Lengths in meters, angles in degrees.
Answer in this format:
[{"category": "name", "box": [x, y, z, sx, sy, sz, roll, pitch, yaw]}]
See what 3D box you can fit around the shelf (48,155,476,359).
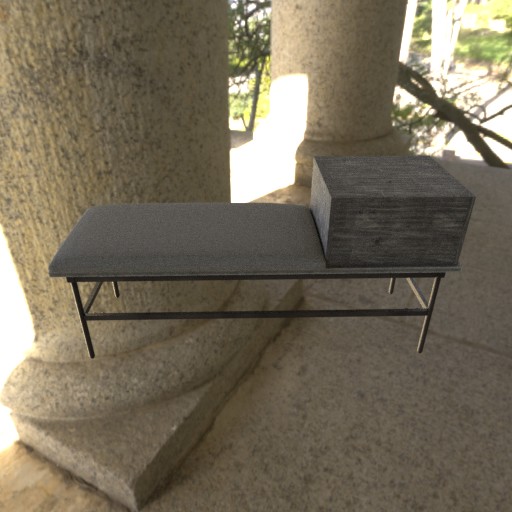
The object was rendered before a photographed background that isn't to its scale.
[{"category": "shelf", "box": [0.000, 0.000, 1.657, 1.342, 0.633, 0.457, -1, 31, -1]}]
